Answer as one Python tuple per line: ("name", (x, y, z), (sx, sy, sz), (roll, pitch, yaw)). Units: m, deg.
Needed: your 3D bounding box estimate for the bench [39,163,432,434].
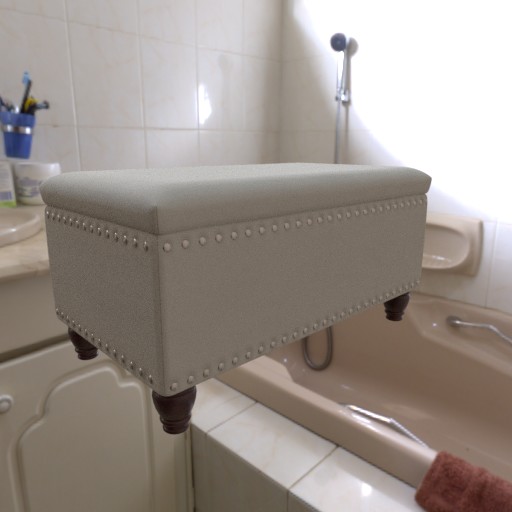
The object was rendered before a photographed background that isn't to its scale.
("bench", (0.000, 0.000, 1.163), (0.887, 0.449, 0.500), (-13, 19, -42))
